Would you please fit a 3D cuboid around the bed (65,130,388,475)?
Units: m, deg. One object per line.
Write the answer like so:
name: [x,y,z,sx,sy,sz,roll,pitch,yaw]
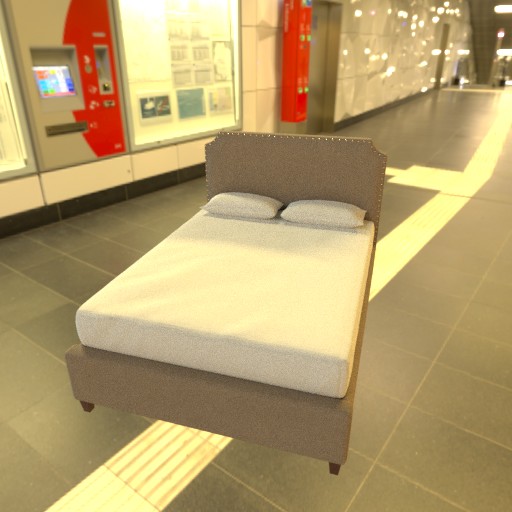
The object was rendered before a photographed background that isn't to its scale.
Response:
bed: [0.000,0.000,3.319,1.703,1.415,2.329,7,26,15]
